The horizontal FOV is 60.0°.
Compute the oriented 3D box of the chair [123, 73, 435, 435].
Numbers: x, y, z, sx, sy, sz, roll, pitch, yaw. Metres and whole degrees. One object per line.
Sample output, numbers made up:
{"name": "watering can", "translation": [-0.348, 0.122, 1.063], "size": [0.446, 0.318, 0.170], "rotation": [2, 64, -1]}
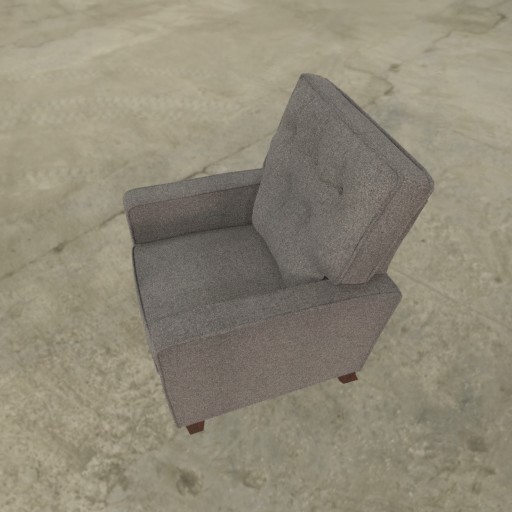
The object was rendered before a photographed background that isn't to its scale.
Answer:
{"name": "chair", "translation": [0.000, 0.000, 1.401], "size": [0.775, 0.889, 0.650], "rotation": [-14, 47, -13]}
